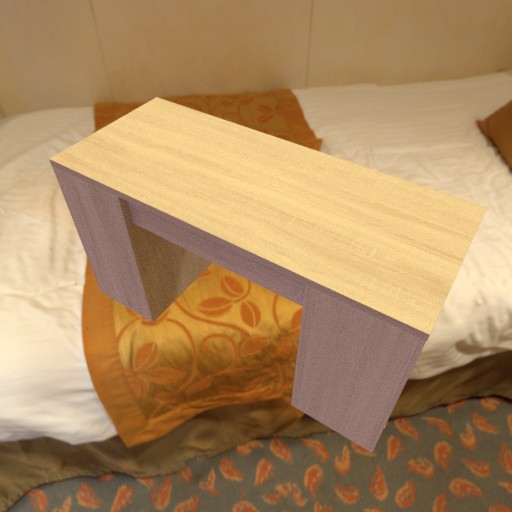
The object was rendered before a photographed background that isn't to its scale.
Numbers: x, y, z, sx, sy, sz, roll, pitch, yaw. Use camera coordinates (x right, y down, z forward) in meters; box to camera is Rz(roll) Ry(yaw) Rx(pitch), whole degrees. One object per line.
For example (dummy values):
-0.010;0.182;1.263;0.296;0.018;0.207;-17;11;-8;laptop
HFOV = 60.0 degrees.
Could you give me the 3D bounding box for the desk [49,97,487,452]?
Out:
0.000;0.000;1.767;1.390;0.740;0.600;25;51;22;desk
